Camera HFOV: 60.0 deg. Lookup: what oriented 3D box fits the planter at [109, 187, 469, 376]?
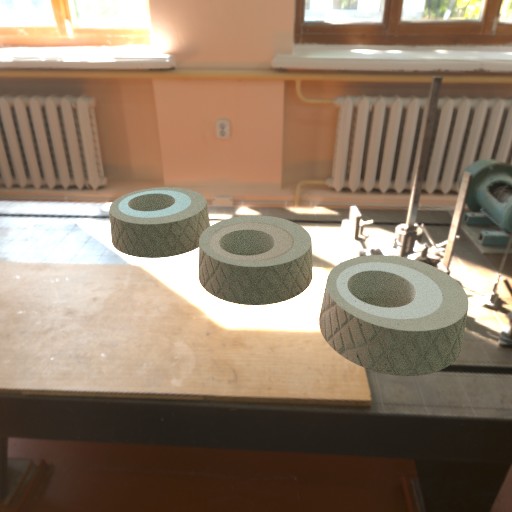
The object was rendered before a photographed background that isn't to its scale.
[{"bbox_3d":[0.000,0.000,0.431,0.390,0.038,0.114,21,35,33],"label":"planter"}]
